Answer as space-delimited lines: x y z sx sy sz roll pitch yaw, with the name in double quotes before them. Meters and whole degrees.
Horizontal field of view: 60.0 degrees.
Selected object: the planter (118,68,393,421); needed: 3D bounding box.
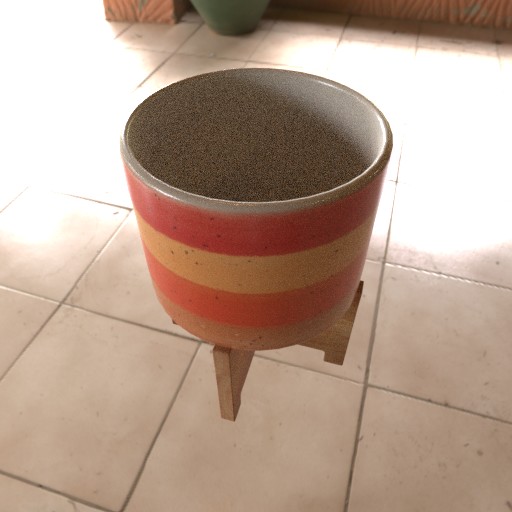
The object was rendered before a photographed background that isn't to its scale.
"planter" 0.000 0.000 0.406 0.199 0.268 0.199 0 46 0
